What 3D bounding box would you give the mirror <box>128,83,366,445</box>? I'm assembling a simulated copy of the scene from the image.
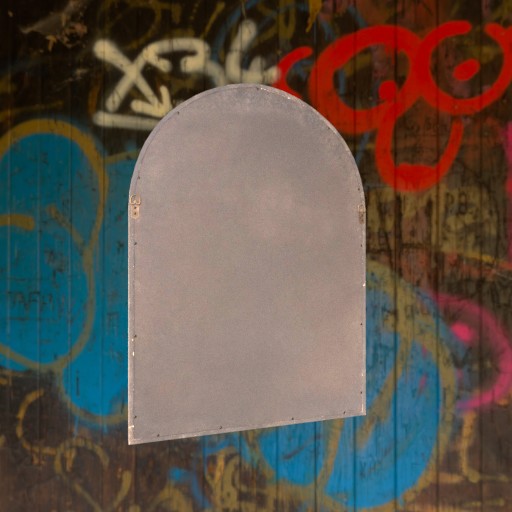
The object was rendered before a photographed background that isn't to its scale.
[{"bbox_3d":[0.000,0.000,1.196,0.660,0.920,0.032,0,0,-18],"label":"mirror"}]
